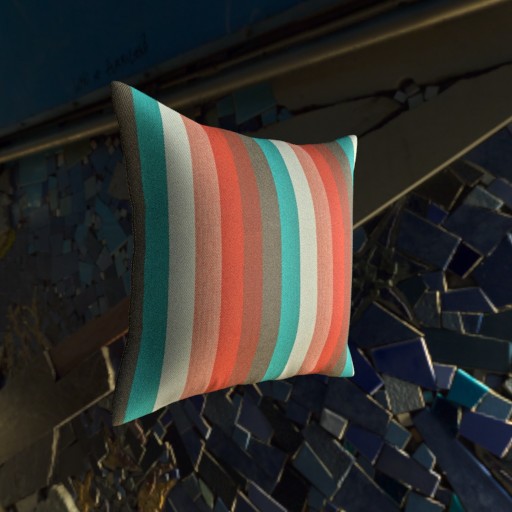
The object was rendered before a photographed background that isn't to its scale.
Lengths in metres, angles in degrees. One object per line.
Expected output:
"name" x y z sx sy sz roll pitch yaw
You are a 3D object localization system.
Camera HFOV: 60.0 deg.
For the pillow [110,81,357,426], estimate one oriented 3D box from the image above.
"pillow" 0.000 0.000 0.689 0.453 0.443 0.168 0 0 -36
